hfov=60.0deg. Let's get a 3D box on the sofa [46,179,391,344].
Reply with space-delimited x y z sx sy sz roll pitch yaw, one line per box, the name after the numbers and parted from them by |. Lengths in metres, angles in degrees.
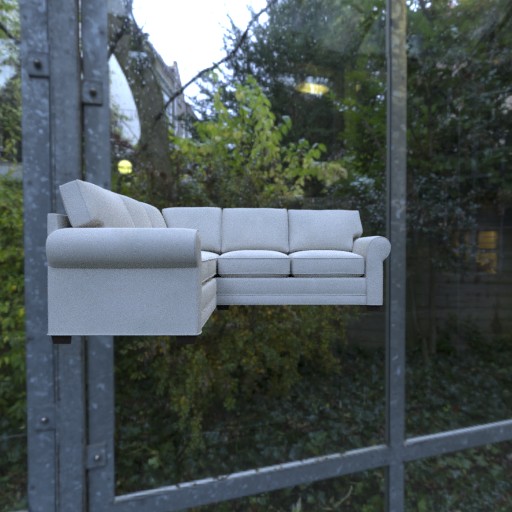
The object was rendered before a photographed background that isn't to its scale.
0.000 0.000 3.858 2.569 1.054 2.487 0 1 0 | sofa
